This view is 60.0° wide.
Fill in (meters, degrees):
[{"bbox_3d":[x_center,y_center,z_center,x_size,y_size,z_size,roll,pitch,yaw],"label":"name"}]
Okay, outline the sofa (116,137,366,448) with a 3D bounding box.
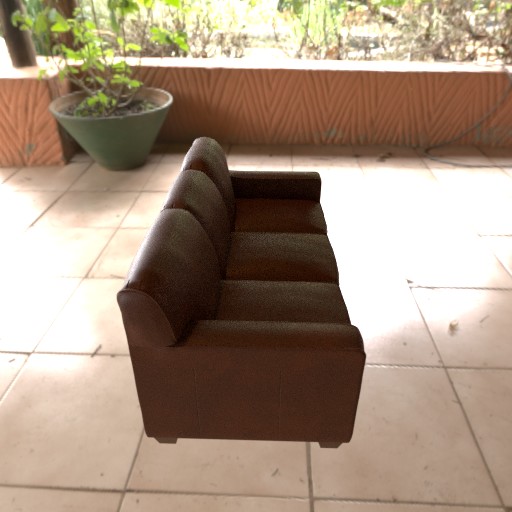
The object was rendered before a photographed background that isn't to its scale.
[{"bbox_3d":[0.000,0.000,2.686,1.008,0.953,2.039,1,31,2],"label":"sofa"}]
